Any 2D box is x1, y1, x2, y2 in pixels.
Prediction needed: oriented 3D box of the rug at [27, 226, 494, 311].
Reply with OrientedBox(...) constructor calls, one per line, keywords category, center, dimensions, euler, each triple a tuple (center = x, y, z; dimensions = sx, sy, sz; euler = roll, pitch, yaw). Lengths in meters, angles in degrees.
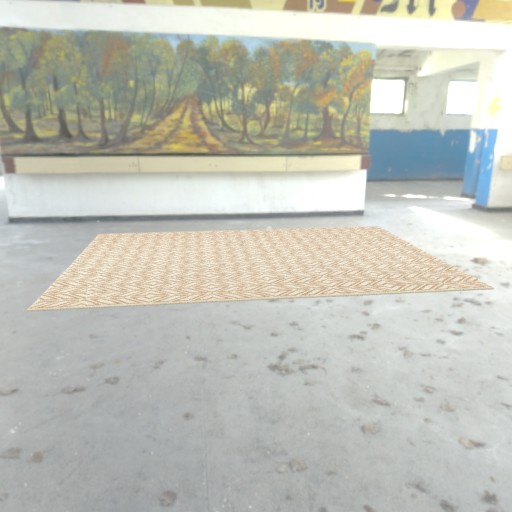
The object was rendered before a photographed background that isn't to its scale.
OrientedBox(category="rug", center=(0.000, 0.000, 2.296), dimensions=(1.828, 0.007, 1.220), euler=(-2, 16, -7))
